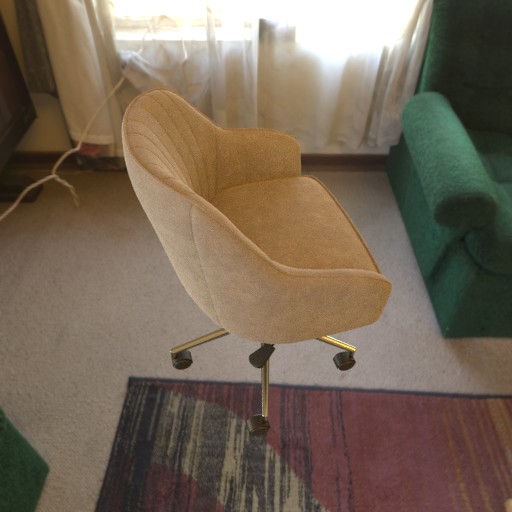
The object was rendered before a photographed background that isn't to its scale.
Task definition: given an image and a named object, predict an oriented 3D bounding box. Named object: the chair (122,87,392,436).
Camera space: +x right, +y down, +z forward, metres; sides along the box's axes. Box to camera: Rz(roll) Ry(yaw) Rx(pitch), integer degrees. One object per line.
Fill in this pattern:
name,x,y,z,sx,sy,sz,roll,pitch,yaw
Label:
chair,0.000,0.000,1.224,0.573,0.831,0.635,-11,46,-11
